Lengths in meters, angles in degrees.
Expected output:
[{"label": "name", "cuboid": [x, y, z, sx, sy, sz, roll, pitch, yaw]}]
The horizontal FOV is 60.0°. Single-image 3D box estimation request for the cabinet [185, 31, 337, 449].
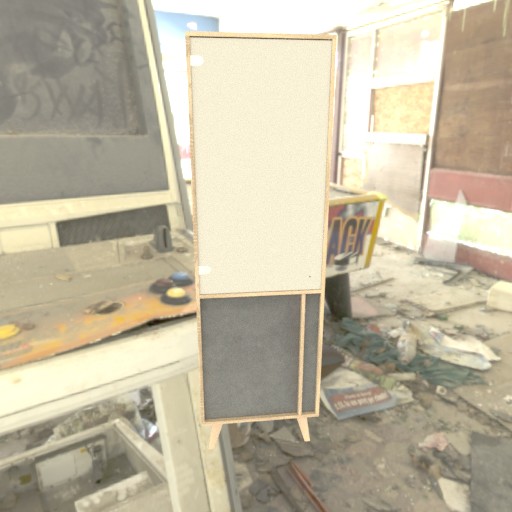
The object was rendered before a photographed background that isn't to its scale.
[{"label": "cabinet", "cuboid": [0.000, 0.000, 2.102, 0.570, 1.850, 0.400, -2, 17, -7]}]
